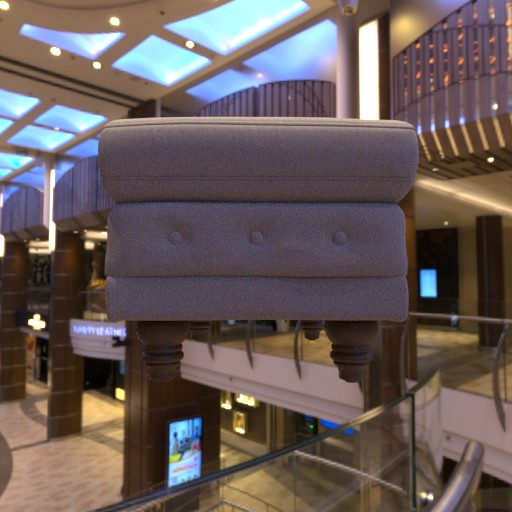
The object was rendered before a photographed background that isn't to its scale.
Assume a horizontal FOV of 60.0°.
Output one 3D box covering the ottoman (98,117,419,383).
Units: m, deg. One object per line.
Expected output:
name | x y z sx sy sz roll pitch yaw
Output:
ottoman | 0.000 0.000 1.125 0.569 0.500 0.771 0 -3 0
